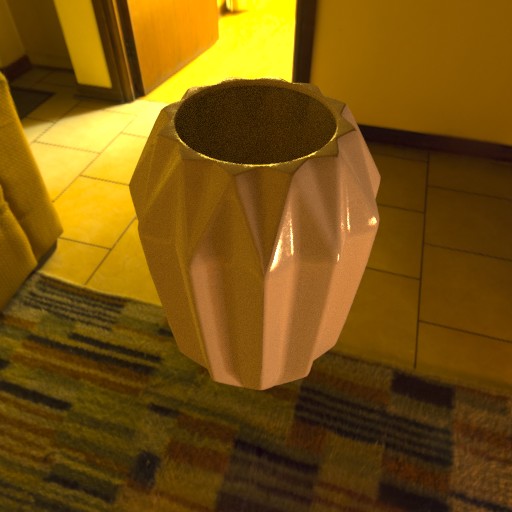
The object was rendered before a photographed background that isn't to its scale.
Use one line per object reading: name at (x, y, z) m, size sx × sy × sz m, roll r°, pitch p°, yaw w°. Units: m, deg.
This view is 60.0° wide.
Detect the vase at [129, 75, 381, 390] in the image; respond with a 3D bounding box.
vase at (0.000, 0.000, 0.401) m, size 0.195 × 0.275 × 0.195 m, roll 0°, pitch 47°, yaw 0°
